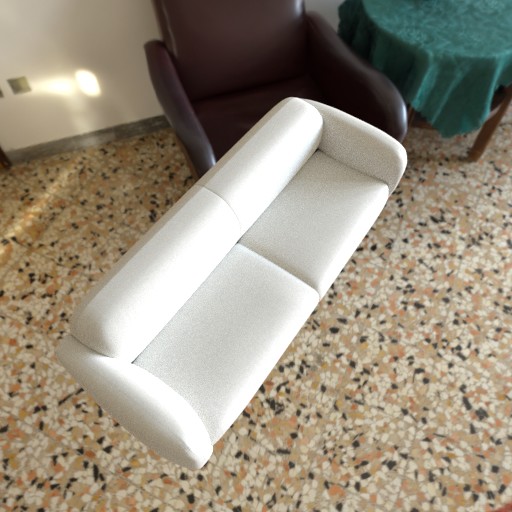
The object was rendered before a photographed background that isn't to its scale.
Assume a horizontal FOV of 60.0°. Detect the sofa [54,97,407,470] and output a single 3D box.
[{"bbox_3d":[0.000,0.000,2.570,0.880,0.780,2.257,31,63,18],"label":"sofa"}]
